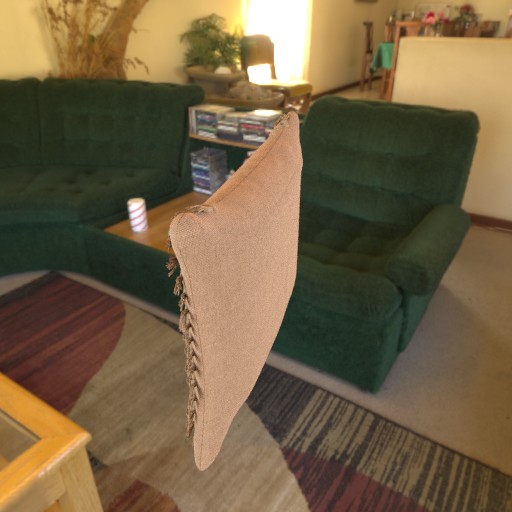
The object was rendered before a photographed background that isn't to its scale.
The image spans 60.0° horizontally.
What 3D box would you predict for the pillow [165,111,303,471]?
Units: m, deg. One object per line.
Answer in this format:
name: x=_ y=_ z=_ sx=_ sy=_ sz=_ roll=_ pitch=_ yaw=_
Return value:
pillow: x=0.000 y=0.000 z=0.601 sx=0.084 sy=0.305 sz=0.466 roll=7 pitch=30 yaw=13
